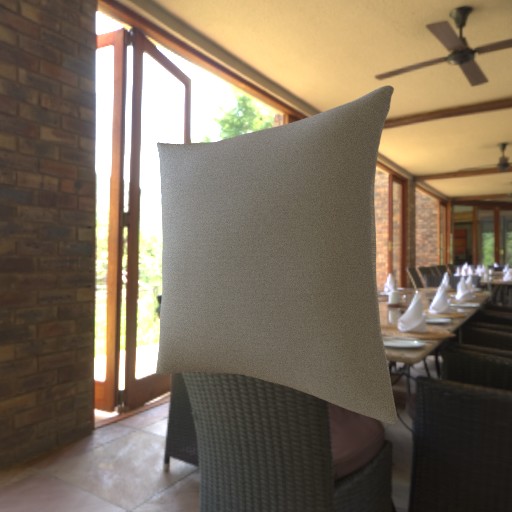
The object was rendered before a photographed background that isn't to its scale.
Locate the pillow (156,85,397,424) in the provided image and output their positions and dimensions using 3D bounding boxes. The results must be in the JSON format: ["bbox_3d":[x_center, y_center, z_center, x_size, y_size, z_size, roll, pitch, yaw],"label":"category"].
[{"bbox_3d":[0.000,0.000,0.798,0.512,0.497,0.204,0,-1,36],"label":"pillow"}]
